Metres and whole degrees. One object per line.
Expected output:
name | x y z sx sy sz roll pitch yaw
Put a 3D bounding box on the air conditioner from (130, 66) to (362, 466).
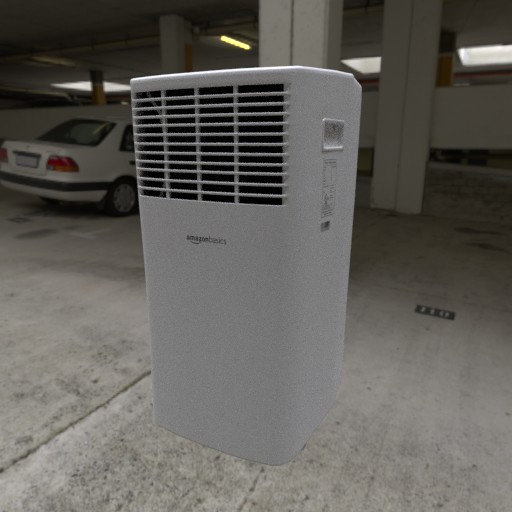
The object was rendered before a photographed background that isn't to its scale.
air conditioner | 0.000 0.000 0.800 0.304 0.606 0.349 8 16 26
